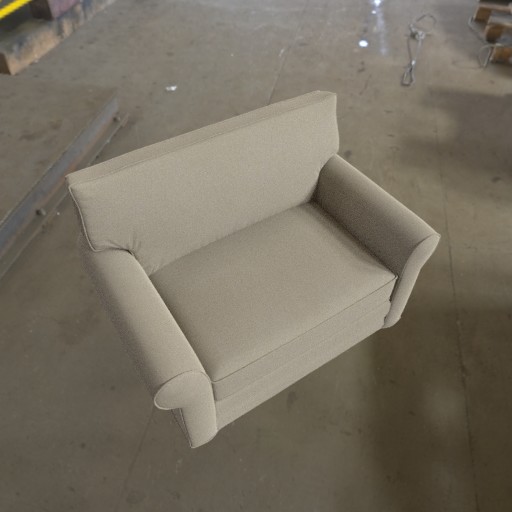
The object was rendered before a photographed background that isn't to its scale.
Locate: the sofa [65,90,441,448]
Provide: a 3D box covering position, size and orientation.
[{"bbox_3d":[0.000,0.000,2.065,1.405,1.006,0.937,-26,53,-21],"label":"sofa"}]
